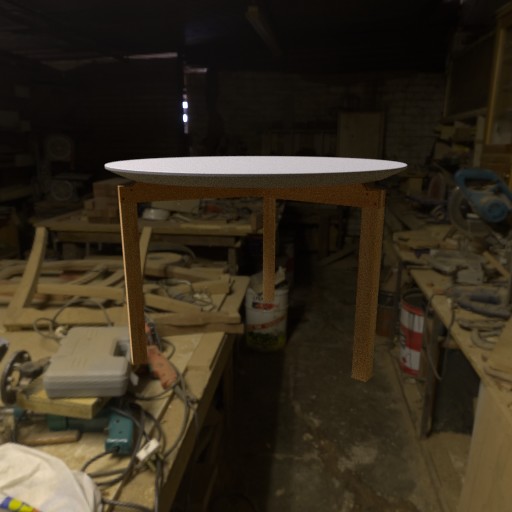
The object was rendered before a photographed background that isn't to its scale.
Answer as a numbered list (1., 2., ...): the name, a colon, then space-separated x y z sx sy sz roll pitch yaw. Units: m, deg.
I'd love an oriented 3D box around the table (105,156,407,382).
1. table: 0.000 0.000 0.978 0.600 0.405 0.600 0 15 0
